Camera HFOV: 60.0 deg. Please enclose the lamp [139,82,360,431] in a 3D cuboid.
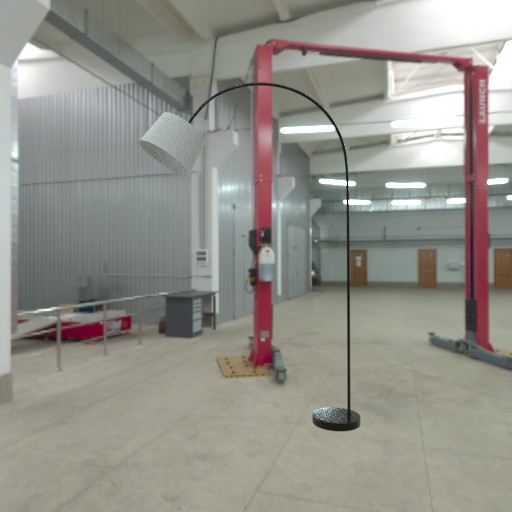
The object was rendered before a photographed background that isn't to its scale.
[{"bbox_3d":[0.000,0.000,2.659,1.363,2.104,0.331,0,-1,-18],"label":"lamp"}]
